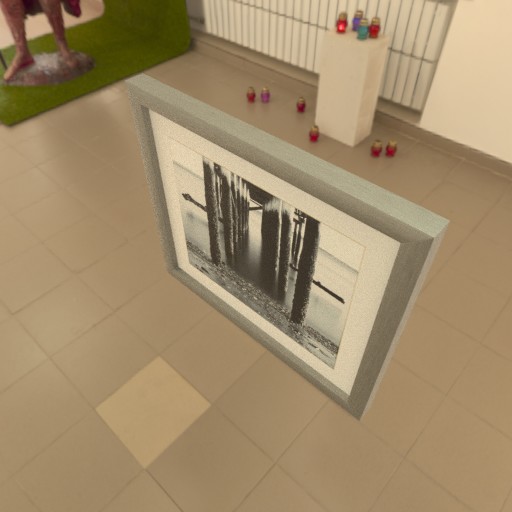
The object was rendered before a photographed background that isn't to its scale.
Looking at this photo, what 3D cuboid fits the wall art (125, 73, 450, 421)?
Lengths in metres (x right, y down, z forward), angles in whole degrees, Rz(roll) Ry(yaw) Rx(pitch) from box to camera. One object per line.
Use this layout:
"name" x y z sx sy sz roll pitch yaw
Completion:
"wall art" 0.000 0.000 0.543 0.380 0.330 0.028 33 55 27
